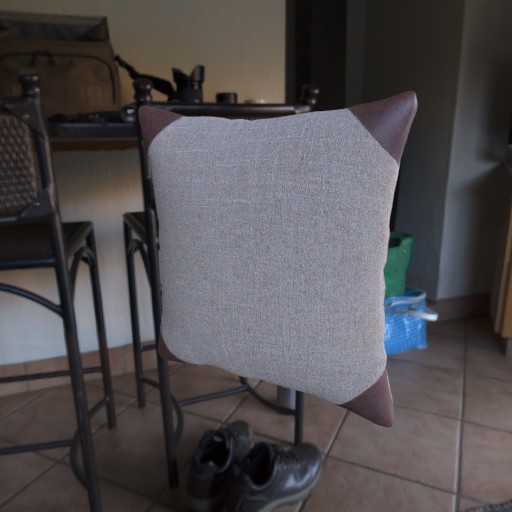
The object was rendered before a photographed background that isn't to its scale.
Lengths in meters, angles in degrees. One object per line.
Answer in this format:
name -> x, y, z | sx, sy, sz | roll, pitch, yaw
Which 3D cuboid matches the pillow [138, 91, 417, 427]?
pillow -> 0.000, 0.000, 0.667 | 0.437, 0.448, 0.147 | 7, 16, 27
